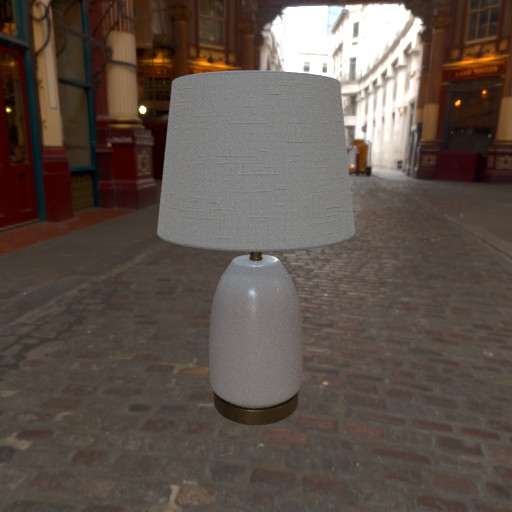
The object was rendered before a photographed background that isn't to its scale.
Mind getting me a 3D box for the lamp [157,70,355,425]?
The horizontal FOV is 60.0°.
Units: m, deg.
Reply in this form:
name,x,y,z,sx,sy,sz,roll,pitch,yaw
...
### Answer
name,x,y,z,sx,sy,sz,roll,pitch,yaw
lamp,0.000,0.000,0.663,0.285,0.483,0.285,0,14,0
